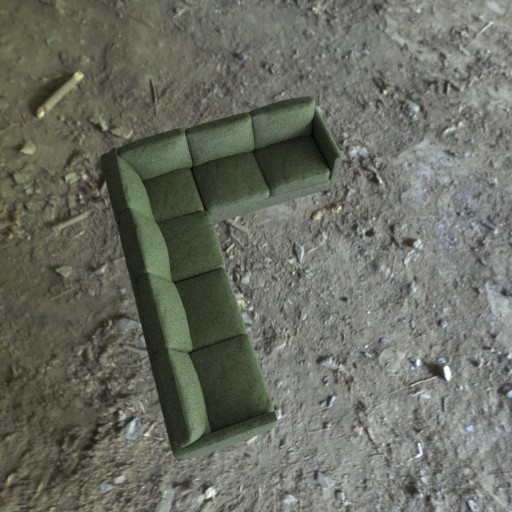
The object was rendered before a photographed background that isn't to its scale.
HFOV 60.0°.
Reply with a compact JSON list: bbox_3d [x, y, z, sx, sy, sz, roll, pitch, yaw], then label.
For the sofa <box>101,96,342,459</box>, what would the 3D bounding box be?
[{"bbox_3d":[0.000,0.000,4.658,2.593,0.947,3.302,-17,66,-8],"label":"sofa"}]
